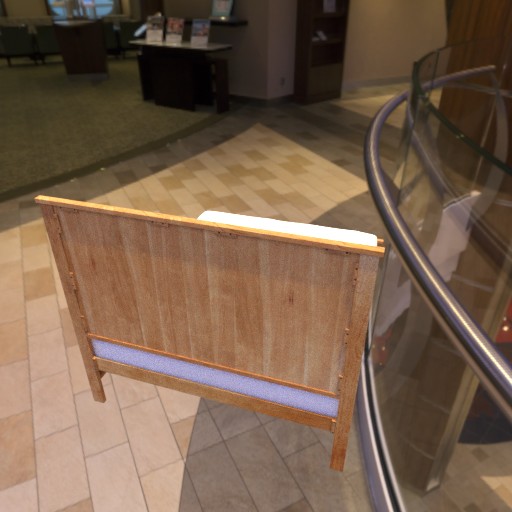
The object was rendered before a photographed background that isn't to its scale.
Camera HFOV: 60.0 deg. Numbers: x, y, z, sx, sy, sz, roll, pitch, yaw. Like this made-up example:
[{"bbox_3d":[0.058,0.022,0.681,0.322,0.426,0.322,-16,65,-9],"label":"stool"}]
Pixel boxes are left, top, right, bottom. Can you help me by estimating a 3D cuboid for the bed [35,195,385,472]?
[{"bbox_3d":[0.000,0.000,4.137,2.225,1.938,2.530,10,33,15],"label":"bed"}]
